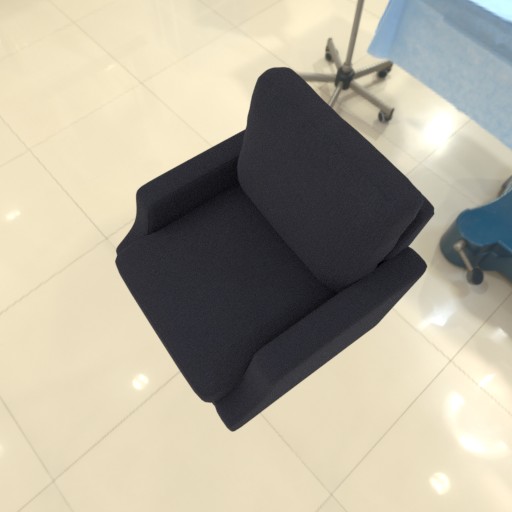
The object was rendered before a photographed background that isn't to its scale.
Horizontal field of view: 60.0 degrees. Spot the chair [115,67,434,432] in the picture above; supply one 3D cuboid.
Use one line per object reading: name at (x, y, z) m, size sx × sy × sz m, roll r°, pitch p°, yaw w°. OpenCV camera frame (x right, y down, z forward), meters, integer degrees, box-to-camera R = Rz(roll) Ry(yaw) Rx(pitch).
chair at (0.000, 0.000, 1.637) m, size 0.897 × 0.991 × 0.855 m, roll -33°, pitch 68°, yaw -15°
